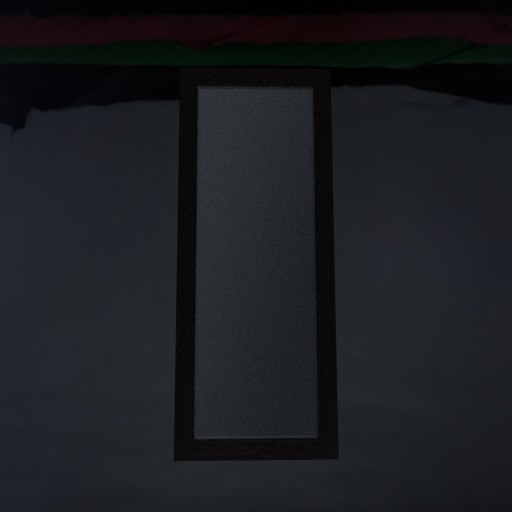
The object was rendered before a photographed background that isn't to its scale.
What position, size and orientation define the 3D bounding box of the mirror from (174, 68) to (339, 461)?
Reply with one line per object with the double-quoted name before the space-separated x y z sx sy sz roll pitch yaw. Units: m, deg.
"mirror" 0.000 0.000 2.301 0.812 2.020 0.221 0 -1 -1
